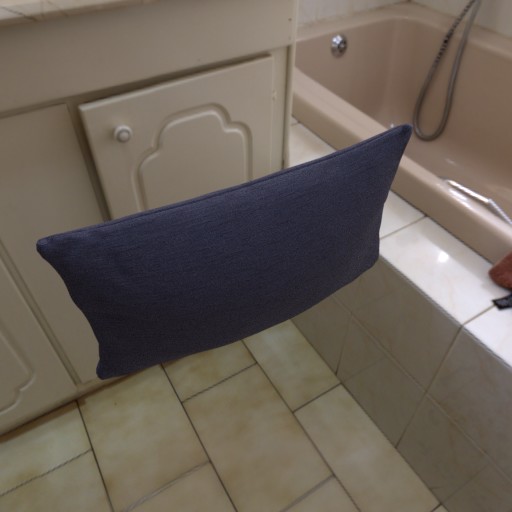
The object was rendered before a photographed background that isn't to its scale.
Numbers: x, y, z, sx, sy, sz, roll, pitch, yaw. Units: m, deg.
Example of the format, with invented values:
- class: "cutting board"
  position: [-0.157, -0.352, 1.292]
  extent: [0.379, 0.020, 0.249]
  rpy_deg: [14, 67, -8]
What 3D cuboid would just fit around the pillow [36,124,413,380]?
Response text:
- class: "pillow"
  position: [0.000, 0.000, 0.777]
  extent: [0.633, 0.338, 0.210]
  rpy_deg: [-21, 49, -20]
